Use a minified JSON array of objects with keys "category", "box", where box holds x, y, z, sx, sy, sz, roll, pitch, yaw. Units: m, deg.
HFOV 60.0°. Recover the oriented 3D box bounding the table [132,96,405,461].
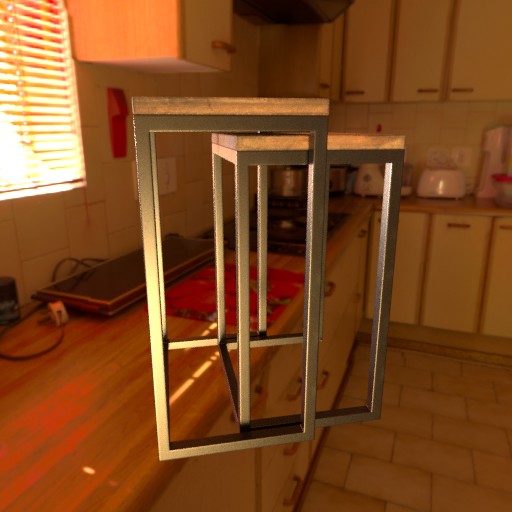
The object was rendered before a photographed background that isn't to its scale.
[{"category":"table","box":[0.000,0.000,0.953,0.460,0.615,0.456,-3,16,-9]}]
